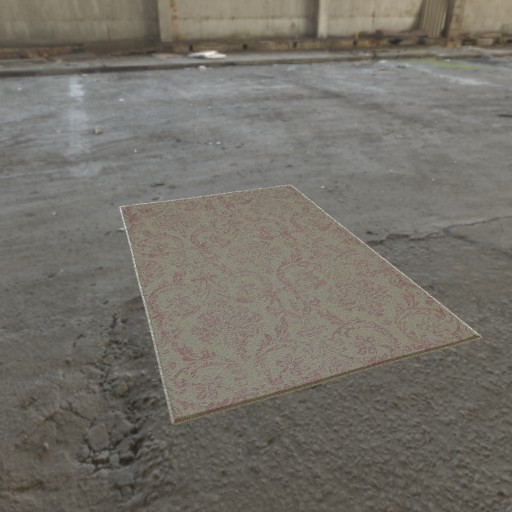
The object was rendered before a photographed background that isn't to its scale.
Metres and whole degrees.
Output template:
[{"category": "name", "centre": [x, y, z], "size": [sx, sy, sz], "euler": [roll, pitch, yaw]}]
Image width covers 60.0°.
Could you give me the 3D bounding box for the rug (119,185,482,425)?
[{"category": "rug", "centre": [0.000, 0.000, 3.437], "size": [1.819, 0.018, 2.746], "euler": [-10, 31, -17]}]
